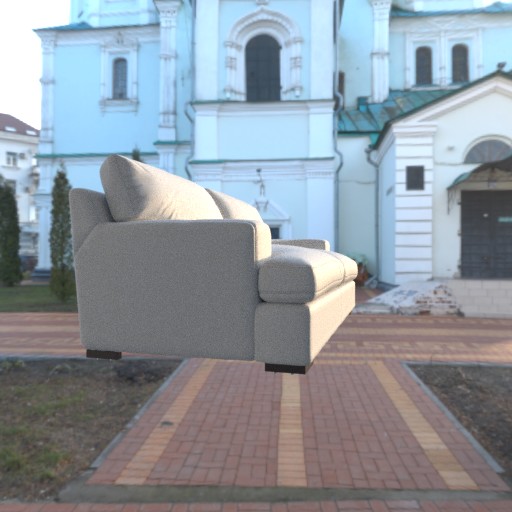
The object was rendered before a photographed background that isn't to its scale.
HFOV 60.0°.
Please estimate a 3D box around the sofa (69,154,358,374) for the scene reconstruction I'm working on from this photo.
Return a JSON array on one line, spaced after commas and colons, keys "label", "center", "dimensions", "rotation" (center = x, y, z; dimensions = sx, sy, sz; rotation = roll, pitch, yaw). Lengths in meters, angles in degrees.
[{"label": "sofa", "center": [0.000, 0.000, 2.879], "dimensions": [1.143, 0.940, 2.261], "rotation": [0, 0, 17]}]
